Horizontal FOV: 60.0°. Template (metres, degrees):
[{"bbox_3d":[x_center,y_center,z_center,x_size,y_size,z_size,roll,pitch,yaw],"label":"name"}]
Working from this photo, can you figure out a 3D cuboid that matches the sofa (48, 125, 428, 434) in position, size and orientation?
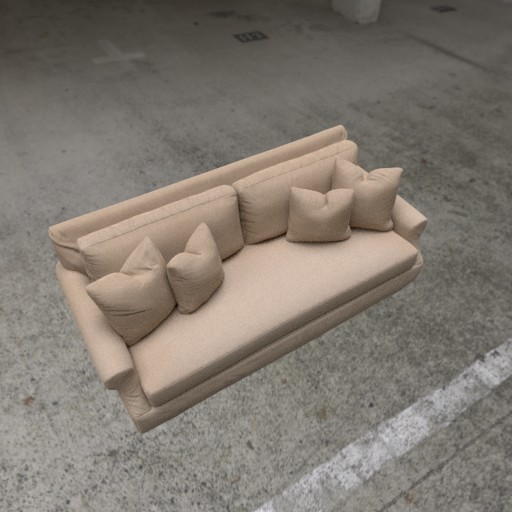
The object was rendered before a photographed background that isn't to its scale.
[{"bbox_3d":[0.000,0.000,2.878,2.285,0.904,1.067,-24,51,-22],"label":"sofa"}]
